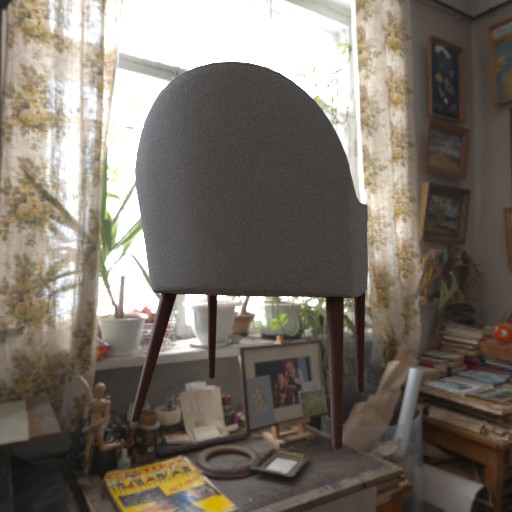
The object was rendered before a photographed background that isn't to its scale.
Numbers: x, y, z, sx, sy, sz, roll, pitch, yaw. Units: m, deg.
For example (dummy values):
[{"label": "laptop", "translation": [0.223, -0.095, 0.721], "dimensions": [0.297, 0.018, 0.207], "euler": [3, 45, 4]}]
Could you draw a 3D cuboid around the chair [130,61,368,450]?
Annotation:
[{"label": "chair", "translation": [0.000, 0.000, 1.304], "dimensions": [0.610, 0.889, 0.620], "euler": [0, -1, 19]}]
